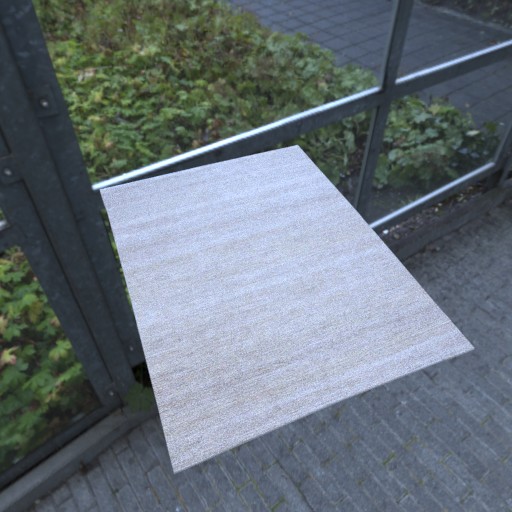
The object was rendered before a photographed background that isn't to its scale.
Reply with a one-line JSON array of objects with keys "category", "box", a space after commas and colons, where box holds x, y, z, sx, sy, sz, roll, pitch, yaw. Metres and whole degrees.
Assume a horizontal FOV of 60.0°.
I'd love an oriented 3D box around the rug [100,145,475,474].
[{"category": "rug", "box": [0.000, 0.000, 4.239, 2.467, 0.046, 3.245, -16, 48, -15]}]
